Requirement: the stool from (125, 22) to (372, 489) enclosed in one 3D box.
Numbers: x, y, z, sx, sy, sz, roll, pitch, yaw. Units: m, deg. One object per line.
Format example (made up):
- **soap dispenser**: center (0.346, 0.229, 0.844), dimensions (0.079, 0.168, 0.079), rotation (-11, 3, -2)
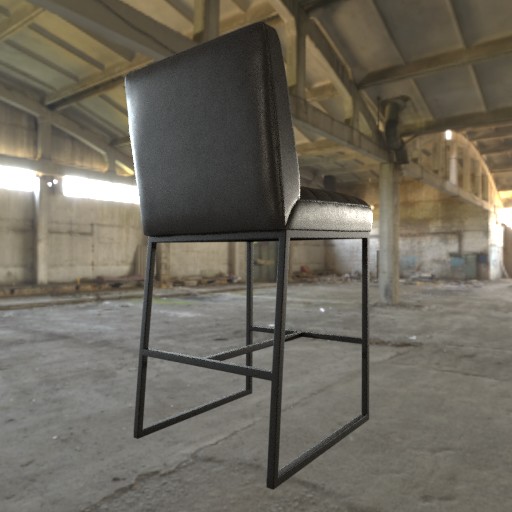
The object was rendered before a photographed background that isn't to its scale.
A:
- **stool**: center (0.000, 0.000, 1.206), dimensions (0.457, 0.938, 0.552), rotation (0, -1, 37)
